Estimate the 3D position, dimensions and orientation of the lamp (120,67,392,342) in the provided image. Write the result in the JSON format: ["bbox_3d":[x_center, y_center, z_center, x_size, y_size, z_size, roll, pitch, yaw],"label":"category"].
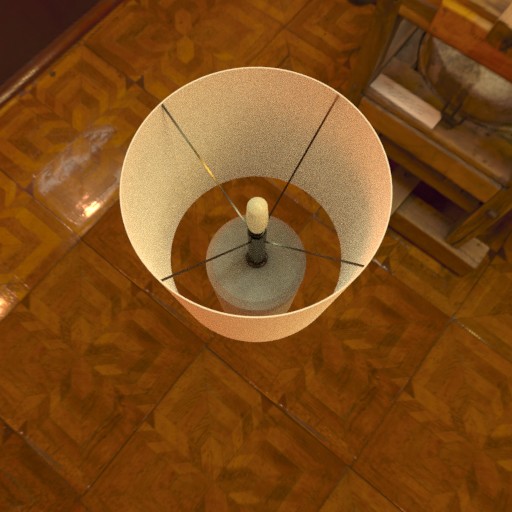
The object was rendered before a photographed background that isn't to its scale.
[{"bbox_3d":[0.000,0.000,0.536,0.206,0.416,0.206,40,78,10],"label":"lamp"}]
